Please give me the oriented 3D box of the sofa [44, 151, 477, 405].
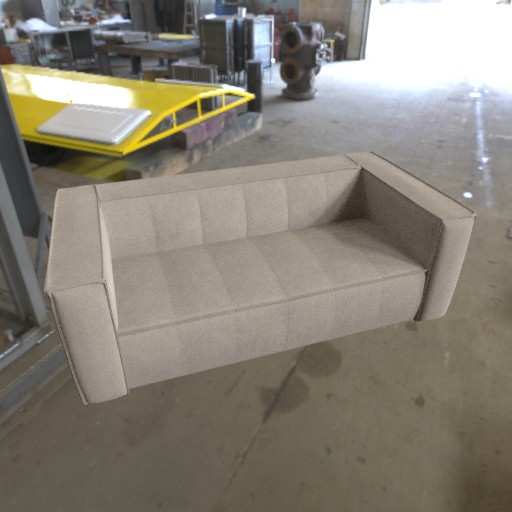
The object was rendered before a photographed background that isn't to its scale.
[{"bbox_3d":[0.000,0.000,2.443,1.995,0.680,1.038,-10,33,-16],"label":"sofa"}]
